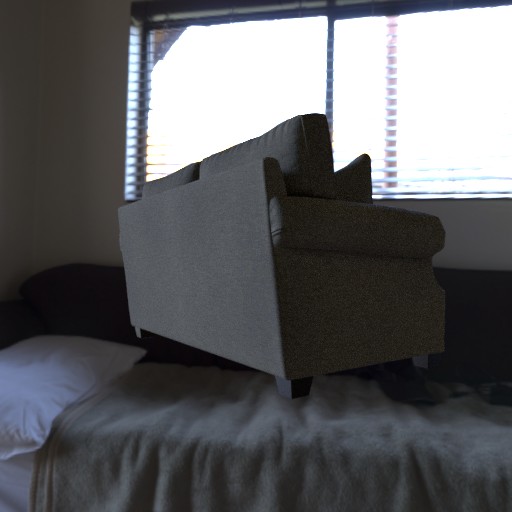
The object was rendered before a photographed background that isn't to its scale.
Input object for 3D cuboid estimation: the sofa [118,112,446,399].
[{"bbox_3d":[0.000,0.000,2.279,0.966,0.966,1.701,1,-1,-34],"label":"sofa"}]
